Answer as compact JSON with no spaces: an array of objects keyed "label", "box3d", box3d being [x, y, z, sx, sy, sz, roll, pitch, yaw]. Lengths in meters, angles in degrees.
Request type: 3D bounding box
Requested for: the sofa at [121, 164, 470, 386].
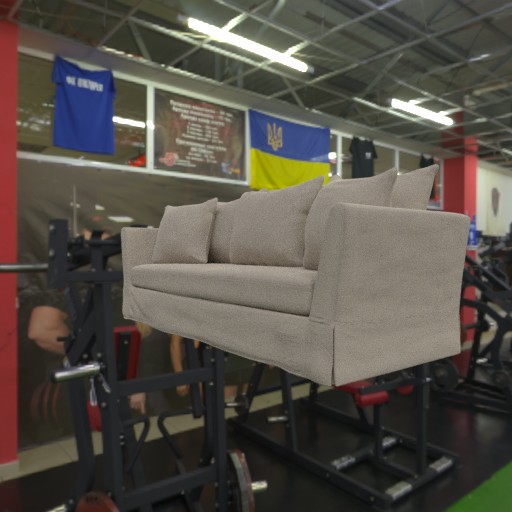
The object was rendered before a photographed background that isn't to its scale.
[{"label":"sofa","box3d":[0.000,0.000,3.039,1.046,1.047,2.499,-1,1,-37]}]
